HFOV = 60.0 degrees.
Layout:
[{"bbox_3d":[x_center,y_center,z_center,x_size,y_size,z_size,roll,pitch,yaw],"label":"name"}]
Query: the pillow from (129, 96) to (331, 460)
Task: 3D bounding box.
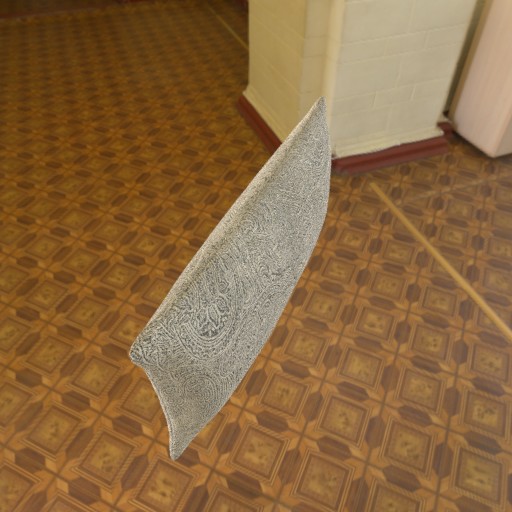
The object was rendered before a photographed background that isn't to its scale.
[{"bbox_3d":[0.000,0.000,0.740,0.151,0.295,0.615,18,48,17],"label":"pillow"}]
